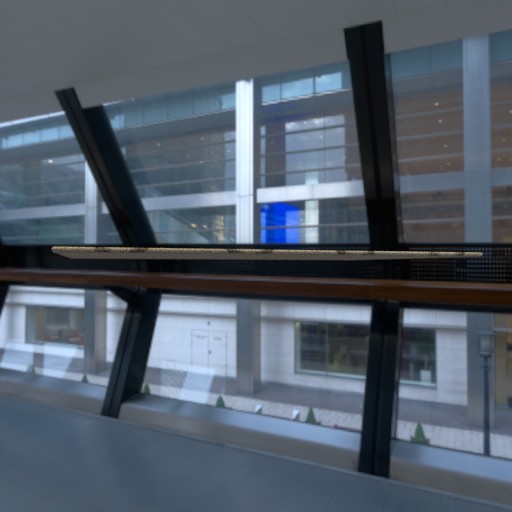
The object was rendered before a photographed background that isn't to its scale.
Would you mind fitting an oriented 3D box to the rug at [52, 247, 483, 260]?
[{"bbox_3d":[0.000,0.000,2.940,2.348,0.024,1.501,1,-1,-20],"label":"rug"}]
